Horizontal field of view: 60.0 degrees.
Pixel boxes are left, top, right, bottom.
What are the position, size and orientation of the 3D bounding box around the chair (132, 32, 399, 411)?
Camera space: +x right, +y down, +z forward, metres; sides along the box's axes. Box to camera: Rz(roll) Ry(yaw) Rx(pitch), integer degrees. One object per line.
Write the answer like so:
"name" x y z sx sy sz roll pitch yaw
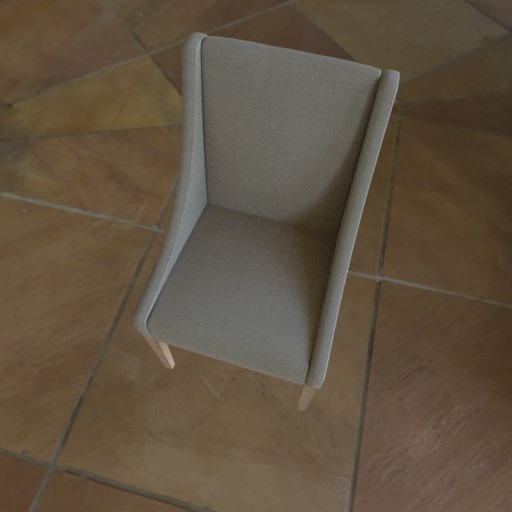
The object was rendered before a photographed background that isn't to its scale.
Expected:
"chair" 0.000 0.000 1.359 0.575 1.021 0.611 15 60 9
